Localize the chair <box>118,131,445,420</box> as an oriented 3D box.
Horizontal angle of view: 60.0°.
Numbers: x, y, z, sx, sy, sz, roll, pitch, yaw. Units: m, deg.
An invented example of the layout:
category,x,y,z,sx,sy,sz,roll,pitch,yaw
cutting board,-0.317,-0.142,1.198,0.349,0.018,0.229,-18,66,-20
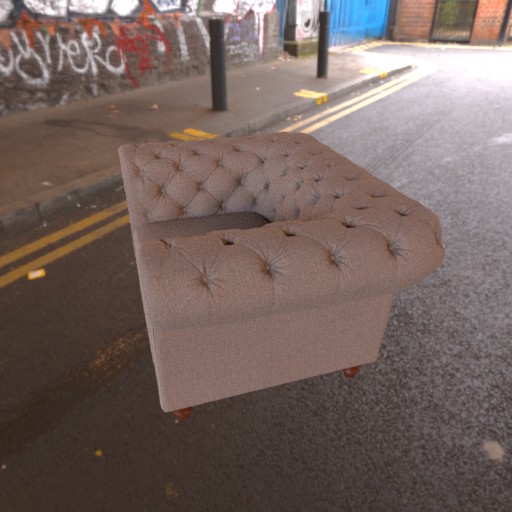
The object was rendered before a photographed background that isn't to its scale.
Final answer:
category,x,y,z,sx,sy,sz,roll,pitch,yaw
chair,0.000,0.000,1.881,0.976,0.770,1.270,-9,31,-15
